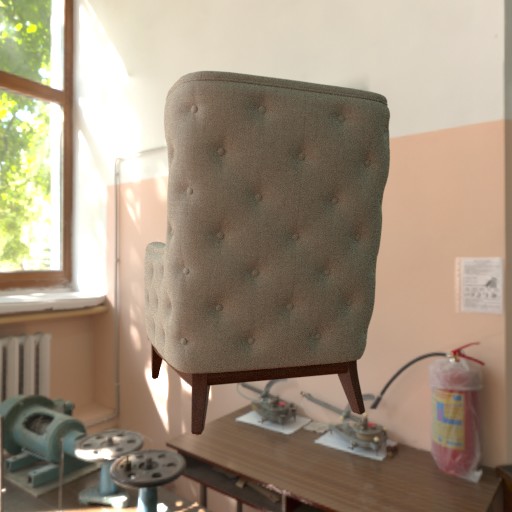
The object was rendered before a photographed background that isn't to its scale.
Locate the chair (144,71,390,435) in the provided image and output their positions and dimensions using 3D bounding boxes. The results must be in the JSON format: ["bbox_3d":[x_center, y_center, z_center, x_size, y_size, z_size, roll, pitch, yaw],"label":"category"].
[{"bbox_3d":[0.000,0.000,1.689,0.778,1.079,0.899,0,-1,-18],"label":"chair"}]
